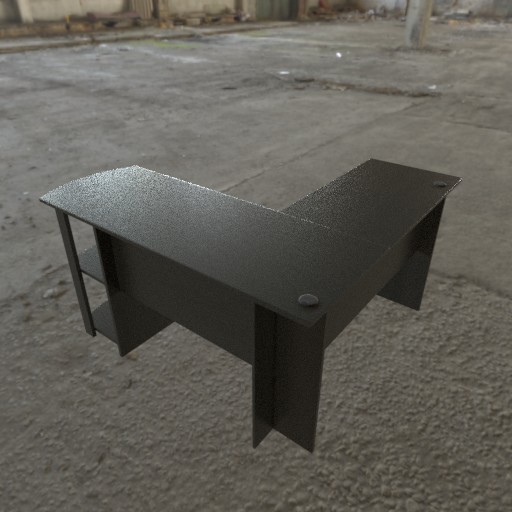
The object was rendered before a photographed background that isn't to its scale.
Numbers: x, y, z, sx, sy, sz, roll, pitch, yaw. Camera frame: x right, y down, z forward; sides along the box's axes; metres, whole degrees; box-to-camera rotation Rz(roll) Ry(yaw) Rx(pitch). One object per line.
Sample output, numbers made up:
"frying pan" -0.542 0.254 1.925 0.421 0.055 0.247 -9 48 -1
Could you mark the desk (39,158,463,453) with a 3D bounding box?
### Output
"desk" 0.000 0.000 2.108 1.361 0.716 1.303 22 37 32
